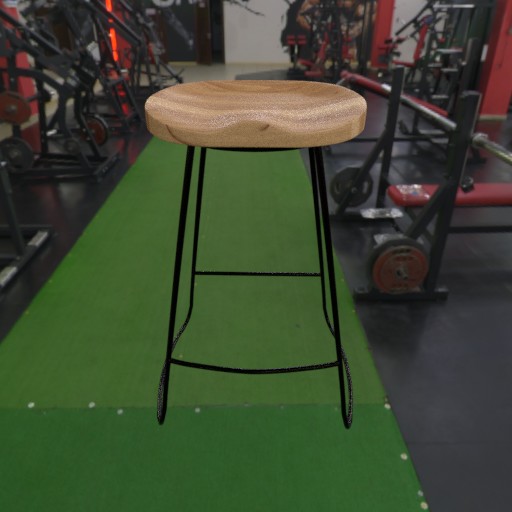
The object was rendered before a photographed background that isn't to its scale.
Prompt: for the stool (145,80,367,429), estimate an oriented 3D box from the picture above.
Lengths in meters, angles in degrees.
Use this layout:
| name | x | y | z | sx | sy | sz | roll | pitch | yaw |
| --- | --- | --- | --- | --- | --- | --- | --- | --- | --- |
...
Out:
| name | x | y | z | sx | sy | sz | roll | pitch | yaw |
| --- | --- | --- | --- | --- | --- | --- | --- | --- | --- |
| stool | 0.000 | 0.000 | 0.974 | 0.480 | 0.679 | 0.401 | 1 | 29 | 1 |
